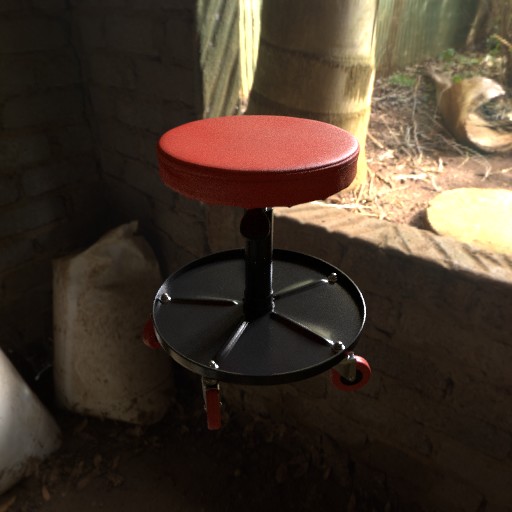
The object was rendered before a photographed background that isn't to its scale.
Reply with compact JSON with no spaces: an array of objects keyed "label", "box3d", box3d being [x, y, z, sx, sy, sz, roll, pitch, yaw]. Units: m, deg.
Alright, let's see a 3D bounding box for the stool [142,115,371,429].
[{"label":"stool","box3d":[0.000,0.000,0.684,0.381,0.365,0.382,1,31,1]}]
